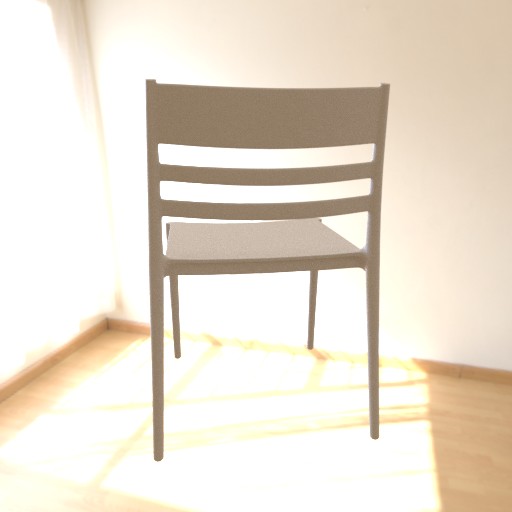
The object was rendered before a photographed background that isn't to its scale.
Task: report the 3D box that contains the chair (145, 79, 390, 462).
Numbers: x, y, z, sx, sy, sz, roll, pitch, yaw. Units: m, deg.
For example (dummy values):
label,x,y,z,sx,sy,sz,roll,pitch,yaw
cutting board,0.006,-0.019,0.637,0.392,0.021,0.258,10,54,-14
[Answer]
label,x,y,z,sx,sy,sz,roll,pitch,yaw
chair,0.000,0.000,1.143,0.531,0.800,0.511,-2,15,-8
